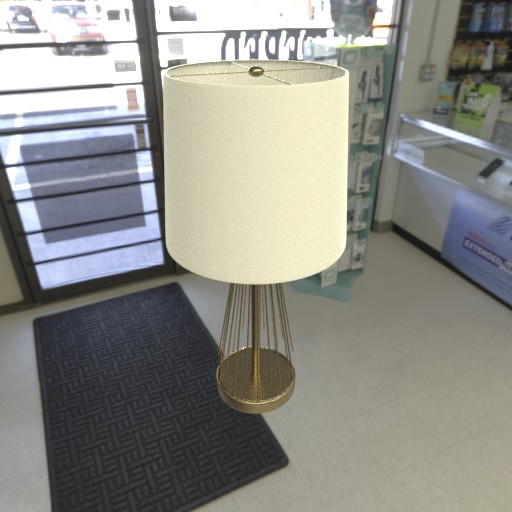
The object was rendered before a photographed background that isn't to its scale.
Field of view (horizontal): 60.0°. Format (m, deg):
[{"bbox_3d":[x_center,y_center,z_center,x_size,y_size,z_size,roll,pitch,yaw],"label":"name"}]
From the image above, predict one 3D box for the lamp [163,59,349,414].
[{"bbox_3d":[0.000,0.000,0.778,0.303,0.618,0.303,0,30,0],"label":"lamp"}]
